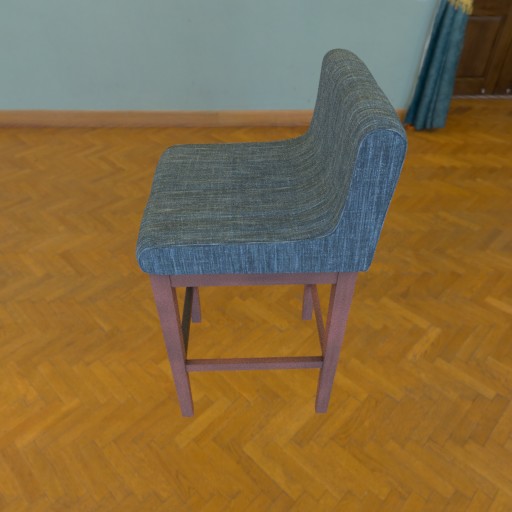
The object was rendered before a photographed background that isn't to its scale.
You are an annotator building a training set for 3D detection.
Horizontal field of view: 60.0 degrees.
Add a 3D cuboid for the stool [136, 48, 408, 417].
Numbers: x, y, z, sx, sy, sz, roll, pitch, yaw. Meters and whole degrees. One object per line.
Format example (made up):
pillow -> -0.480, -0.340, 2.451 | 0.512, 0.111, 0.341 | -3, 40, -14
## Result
stool -> 0.000, 0.000, 1.058 | 0.459, 0.835, 0.395 | -1, 41, -1
